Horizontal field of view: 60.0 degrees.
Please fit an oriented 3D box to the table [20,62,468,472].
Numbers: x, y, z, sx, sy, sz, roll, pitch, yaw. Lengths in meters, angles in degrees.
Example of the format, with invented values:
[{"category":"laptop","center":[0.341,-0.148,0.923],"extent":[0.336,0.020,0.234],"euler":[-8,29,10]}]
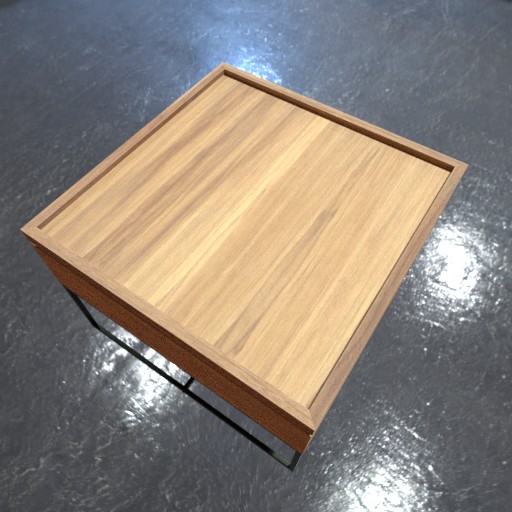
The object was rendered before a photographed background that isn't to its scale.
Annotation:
[{"category":"table","center":[0.000,0.000,1.124],"extent":[0.676,0.464,0.679],"euler":[30,62,18]}]
